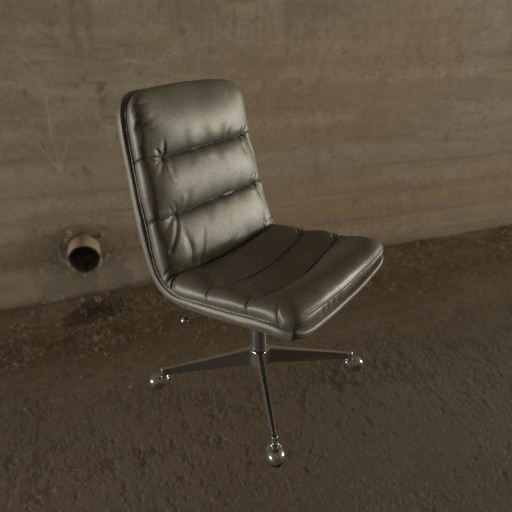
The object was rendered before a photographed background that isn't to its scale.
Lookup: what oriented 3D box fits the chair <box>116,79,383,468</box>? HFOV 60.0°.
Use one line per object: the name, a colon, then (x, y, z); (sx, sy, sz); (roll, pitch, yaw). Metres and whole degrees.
chair: (0.000, 0.000, 1.035); (0.485, 0.738, 0.422); (19, 33, 32)
